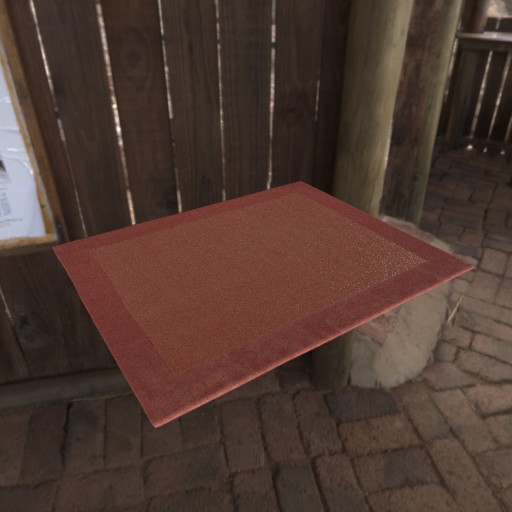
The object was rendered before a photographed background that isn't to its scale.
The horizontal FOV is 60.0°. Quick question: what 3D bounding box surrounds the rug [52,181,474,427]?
[{"bbox_3d":[0.000,0.000,3.998,2.976,0.018,2.430,-19,36,-29],"label":"rug"}]
